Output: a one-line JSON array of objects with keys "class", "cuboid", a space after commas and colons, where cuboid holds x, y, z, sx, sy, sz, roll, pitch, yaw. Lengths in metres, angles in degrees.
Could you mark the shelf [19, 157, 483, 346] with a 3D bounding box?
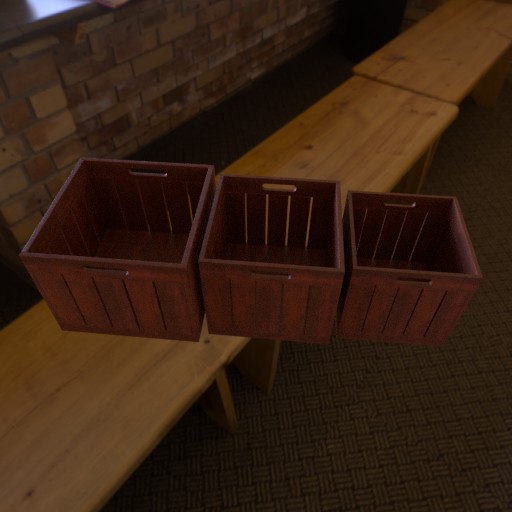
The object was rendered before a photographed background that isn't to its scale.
[{"class": "shelf", "cuboid": [0.000, 0.000, 1.238, 1.064, 0.311, 0.393, 4, 47, 4]}]
